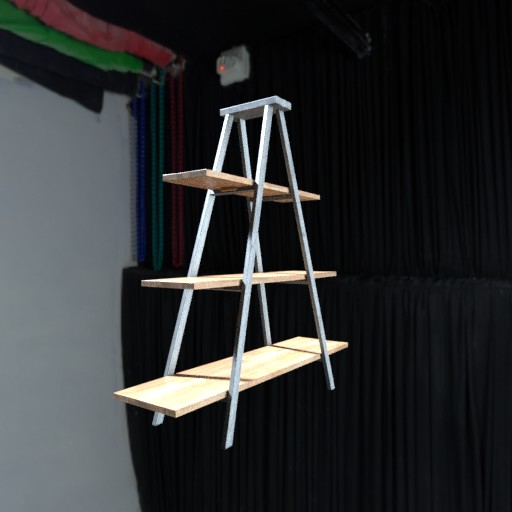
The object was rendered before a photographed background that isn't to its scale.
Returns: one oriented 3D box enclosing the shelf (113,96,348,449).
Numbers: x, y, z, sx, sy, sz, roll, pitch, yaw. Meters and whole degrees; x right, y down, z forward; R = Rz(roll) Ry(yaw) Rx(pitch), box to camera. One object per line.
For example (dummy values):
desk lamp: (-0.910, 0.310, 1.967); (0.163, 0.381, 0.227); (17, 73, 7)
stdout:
shelf: (0.000, 0.000, 2.700); (0.508, 1.808, 1.746); (0, 0, 36)
